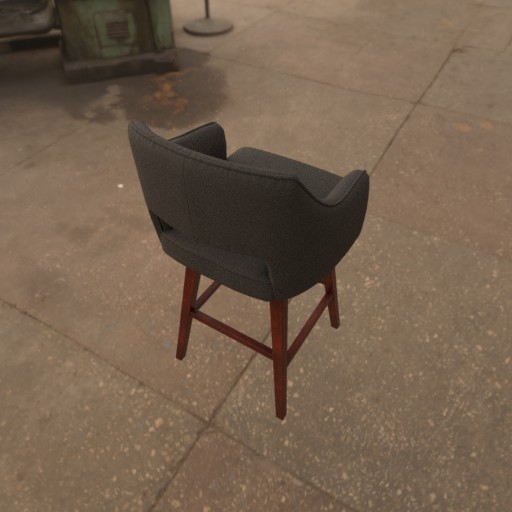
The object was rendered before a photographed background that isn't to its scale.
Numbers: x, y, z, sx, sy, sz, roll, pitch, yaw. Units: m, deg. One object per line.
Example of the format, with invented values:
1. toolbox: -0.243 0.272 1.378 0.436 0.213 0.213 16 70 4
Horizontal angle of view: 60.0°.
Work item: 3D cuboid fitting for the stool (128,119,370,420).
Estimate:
1. stool: 0.000 0.000 1.387 0.548 1.012 0.558 24 50 22
